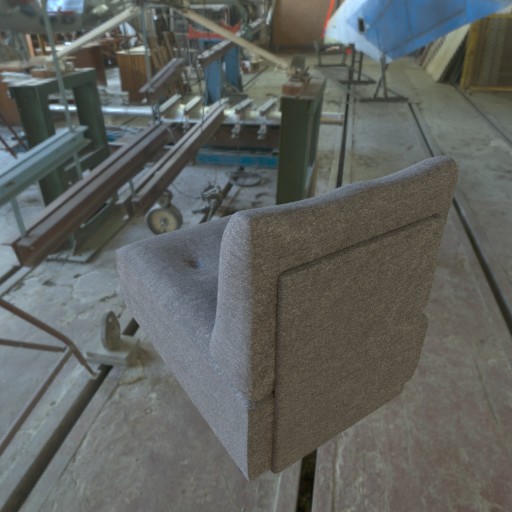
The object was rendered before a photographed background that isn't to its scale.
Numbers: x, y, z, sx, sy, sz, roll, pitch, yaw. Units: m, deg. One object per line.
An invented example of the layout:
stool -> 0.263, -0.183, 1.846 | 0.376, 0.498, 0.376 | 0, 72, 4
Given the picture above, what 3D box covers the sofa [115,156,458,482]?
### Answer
sofa -> 0.000, 0.000, 1.528 | 0.700, 0.820, 1.000 | -19, 36, -29
